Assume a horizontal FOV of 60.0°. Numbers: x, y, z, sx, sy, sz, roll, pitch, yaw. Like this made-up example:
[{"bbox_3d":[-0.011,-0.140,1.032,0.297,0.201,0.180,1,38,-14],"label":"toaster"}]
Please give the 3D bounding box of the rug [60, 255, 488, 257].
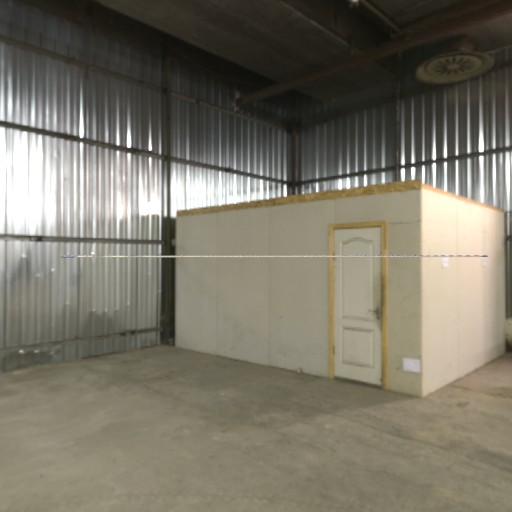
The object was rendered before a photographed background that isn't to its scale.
[{"bbox_3d":[0.000,0.000,4.439,3.416,0.016,2.471,0,0,-18],"label":"rug"}]
